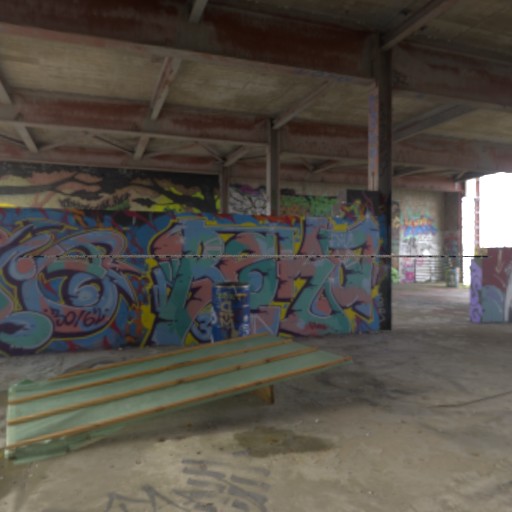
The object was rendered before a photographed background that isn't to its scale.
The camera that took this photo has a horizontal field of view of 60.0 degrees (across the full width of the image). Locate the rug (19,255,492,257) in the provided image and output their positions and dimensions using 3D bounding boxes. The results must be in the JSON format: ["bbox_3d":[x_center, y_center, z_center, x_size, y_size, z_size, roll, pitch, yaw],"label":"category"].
[{"bbox_3d":[0.000,0.000,2.320,1.828,0.007,1.220,0,0,0],"label":"rug"}]
